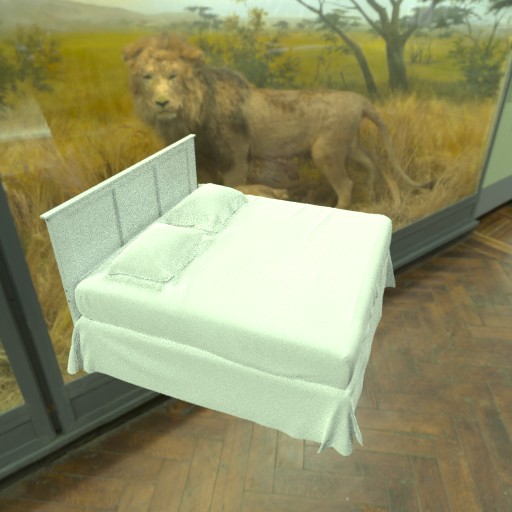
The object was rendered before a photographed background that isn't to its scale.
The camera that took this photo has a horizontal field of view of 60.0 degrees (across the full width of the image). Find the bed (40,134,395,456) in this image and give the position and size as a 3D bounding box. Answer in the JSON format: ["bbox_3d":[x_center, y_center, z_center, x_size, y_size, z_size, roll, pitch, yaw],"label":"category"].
[{"bbox_3d":[0.000,0.000,3.620,2.215,1.273,2.317,11,33,18],"label":"bed"}]
